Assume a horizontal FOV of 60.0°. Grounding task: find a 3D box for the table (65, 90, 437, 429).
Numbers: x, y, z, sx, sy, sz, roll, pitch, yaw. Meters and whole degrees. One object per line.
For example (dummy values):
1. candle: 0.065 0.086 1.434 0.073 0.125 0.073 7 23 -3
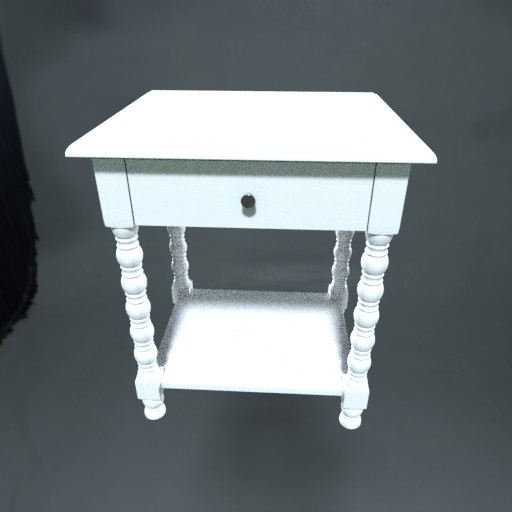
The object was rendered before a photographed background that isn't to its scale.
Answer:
1. table: 0.000 0.000 0.835 0.460 0.531 0.381 2 30 3
